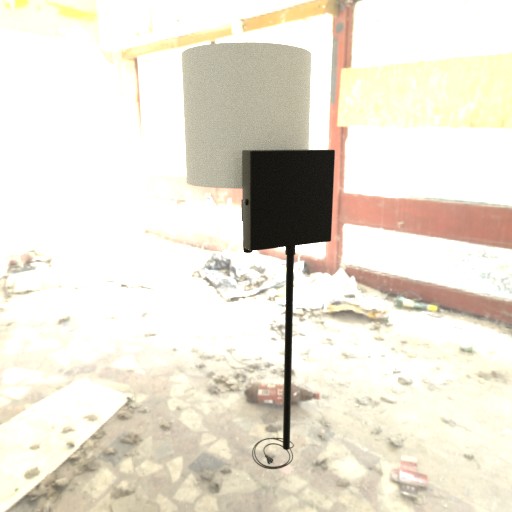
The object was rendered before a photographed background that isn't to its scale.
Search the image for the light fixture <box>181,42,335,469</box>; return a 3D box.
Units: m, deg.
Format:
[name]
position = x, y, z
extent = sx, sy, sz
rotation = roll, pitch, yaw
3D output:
[light fixture]
position = 0.000, 0.000, 0.695
extent = 0.188, 0.589, 0.248
rotation = -7, 17, -26
